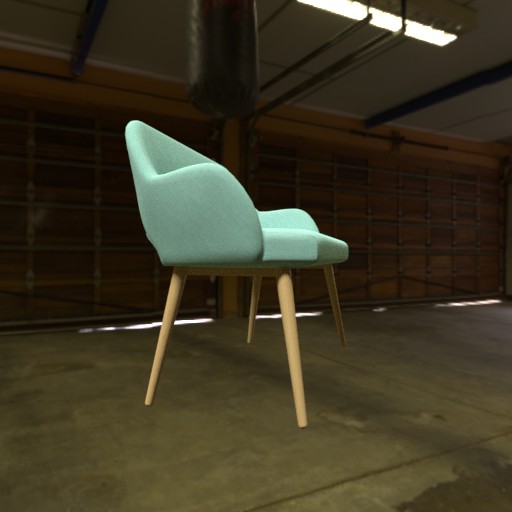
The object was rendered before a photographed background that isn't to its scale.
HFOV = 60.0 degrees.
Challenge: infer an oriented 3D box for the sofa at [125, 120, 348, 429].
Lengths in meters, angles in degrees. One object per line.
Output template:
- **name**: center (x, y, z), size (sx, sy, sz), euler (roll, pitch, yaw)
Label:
- **sofa**: center (0.000, 0.000, 1.642), size (0.610, 0.840, 1.150), euler (0, 0, 17)
